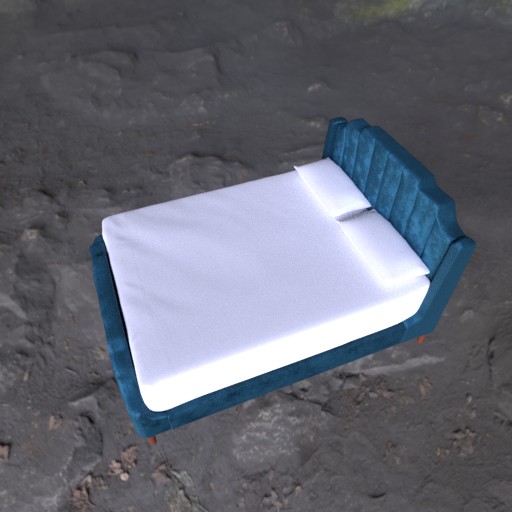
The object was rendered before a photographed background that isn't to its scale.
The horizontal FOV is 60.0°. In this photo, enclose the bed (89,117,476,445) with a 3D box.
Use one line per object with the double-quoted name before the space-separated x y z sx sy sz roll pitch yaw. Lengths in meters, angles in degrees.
"bed" 0.000 0.000 3.331 2.322 1.338 1.678 -16 49 -15
